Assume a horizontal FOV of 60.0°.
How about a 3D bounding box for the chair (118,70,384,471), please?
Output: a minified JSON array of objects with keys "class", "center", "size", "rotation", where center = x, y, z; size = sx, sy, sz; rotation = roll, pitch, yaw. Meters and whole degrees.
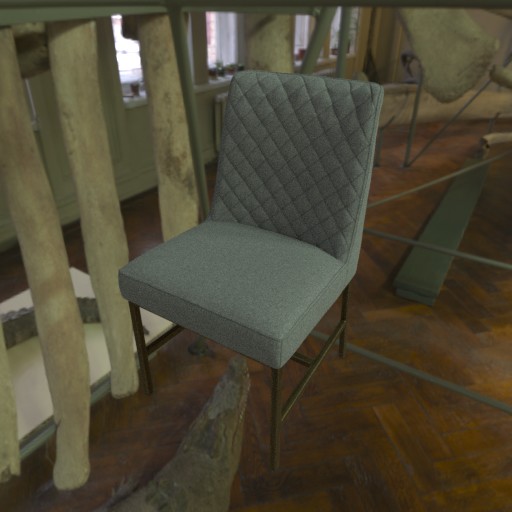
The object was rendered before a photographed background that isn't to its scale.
[{"class":"chair","center":[0.000,0.000,1.246],"size":[0.508,0.889,0.587],"rotation":[18,35,28]}]
